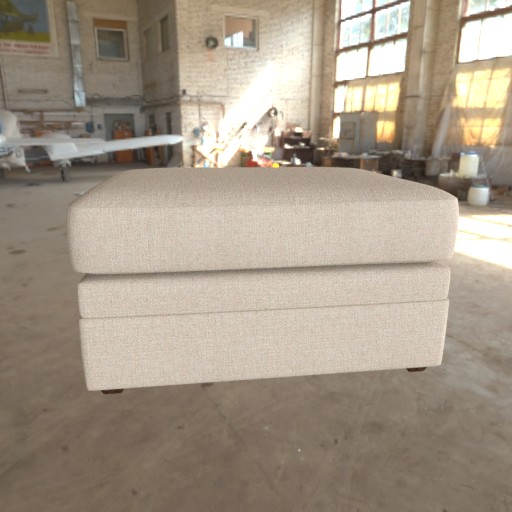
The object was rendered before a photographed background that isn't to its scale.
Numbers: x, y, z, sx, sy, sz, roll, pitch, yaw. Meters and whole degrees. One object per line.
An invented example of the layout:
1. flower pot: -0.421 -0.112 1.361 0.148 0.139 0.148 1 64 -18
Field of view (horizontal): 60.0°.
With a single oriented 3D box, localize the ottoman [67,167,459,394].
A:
1. ottoman: 0.000 0.000 1.266 0.885 0.478 0.637 -2 16 -7
